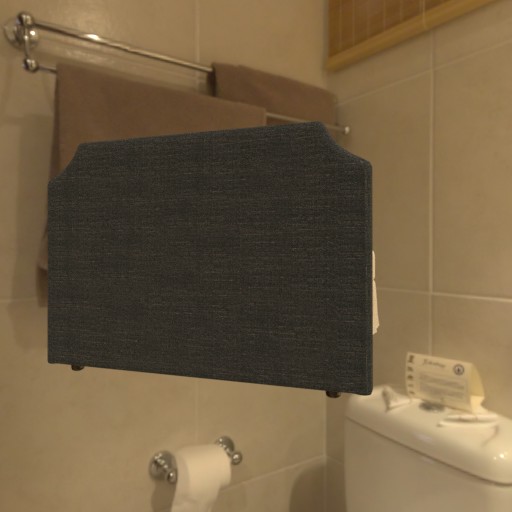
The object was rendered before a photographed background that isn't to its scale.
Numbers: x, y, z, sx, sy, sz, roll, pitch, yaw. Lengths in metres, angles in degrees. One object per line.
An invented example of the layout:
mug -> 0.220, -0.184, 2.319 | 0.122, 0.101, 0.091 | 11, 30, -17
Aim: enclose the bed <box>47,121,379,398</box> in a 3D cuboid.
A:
bed -> 0.000, 0.000, 3.296 | 1.828, 1.297, 2.208 | 0, 1, 19
